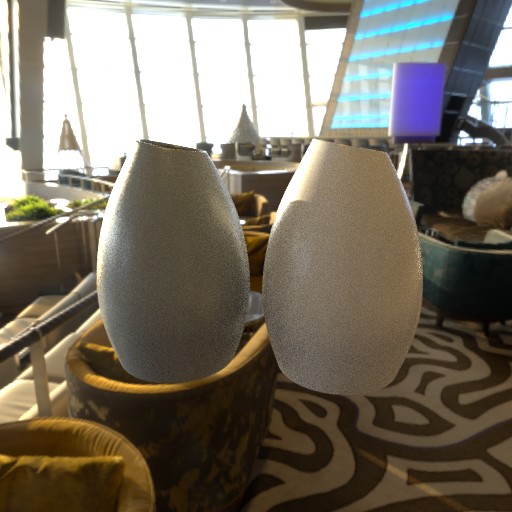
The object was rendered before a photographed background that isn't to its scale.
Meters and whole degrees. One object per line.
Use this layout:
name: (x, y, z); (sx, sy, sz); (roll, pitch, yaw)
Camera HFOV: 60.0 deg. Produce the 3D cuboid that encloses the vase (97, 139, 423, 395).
vase: (0.000, 0.000, 0.257); (0.187, 0.131, 0.089); (2, 15, 7)
